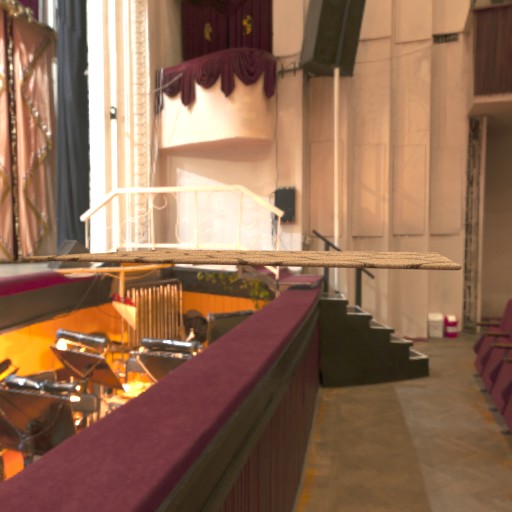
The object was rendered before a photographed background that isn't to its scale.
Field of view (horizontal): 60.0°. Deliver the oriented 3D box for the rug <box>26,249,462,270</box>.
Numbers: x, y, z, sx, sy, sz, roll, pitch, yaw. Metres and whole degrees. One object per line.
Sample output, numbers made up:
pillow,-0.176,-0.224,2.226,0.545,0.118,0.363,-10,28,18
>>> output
rug,0.000,0.000,3.408,2.701,0.026,1.801,1,3,19
